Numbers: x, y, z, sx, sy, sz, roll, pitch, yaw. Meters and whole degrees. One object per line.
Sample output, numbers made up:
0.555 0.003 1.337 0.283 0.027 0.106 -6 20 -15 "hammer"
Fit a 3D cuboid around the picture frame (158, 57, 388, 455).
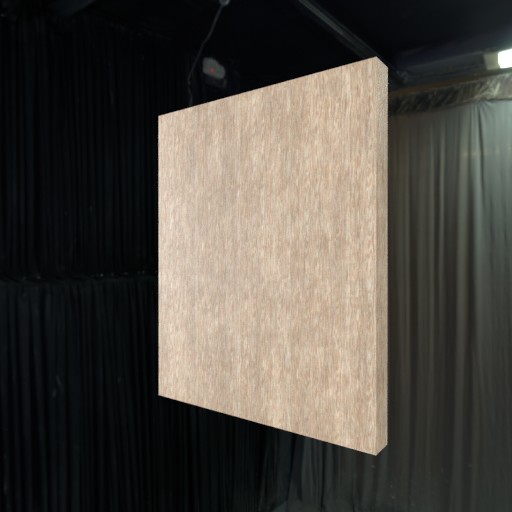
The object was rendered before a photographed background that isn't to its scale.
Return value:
0.000 0.000 0.728 0.424 0.526 0.043 0 0 36 "picture frame"
